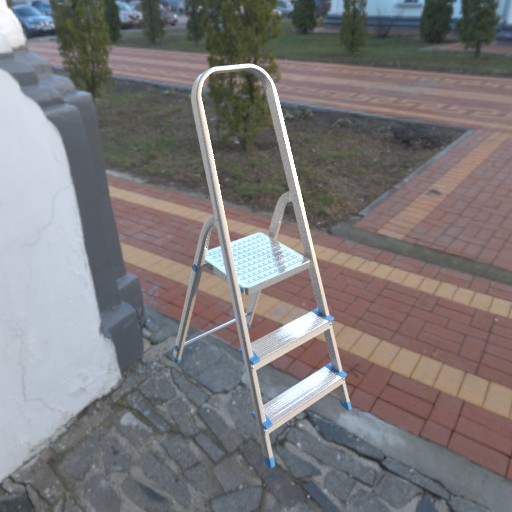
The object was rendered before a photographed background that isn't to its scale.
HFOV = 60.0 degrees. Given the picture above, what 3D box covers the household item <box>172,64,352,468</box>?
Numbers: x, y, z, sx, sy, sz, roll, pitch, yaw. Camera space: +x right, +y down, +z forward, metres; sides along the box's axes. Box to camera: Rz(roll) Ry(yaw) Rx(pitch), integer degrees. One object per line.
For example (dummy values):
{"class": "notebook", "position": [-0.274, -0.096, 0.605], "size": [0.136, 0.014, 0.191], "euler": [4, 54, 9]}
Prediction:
{"class": "household item", "position": [0.000, 0.000, 1.553], "size": [0.420, 1.215, 0.687], "euler": [-21, 36, -33]}
